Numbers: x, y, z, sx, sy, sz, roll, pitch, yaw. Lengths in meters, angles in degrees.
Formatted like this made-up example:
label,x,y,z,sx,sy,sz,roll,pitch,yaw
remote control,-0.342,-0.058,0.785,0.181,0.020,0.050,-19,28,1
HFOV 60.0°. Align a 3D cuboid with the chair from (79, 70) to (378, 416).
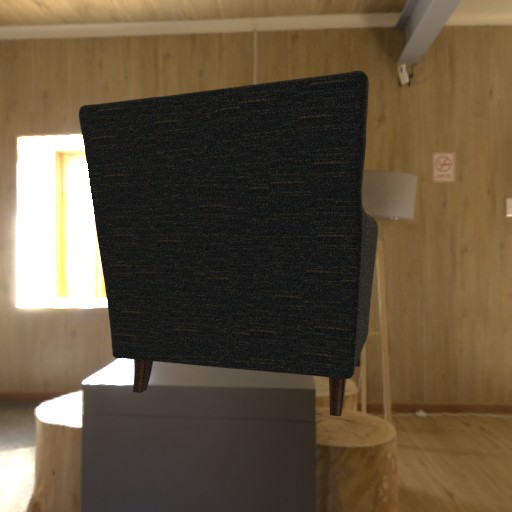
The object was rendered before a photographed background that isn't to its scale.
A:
label,x,y,z,sx,sy,sz,roll,pitch,yaw
chair,0.000,0.000,1.630,0.864,0.928,0.873,0,1,19
